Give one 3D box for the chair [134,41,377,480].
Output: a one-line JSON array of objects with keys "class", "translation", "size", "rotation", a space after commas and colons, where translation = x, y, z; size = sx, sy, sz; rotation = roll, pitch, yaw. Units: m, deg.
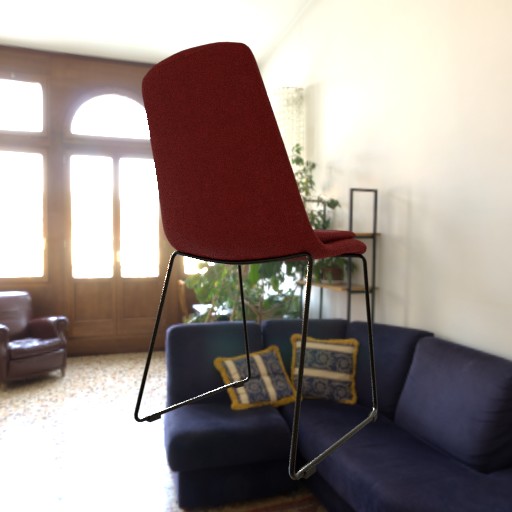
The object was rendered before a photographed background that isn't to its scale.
[{"class": "chair", "translation": [0.000, 0.000, 1.123], "size": [0.479, 0.858, 0.518], "rotation": [1, 1, 37]}]
